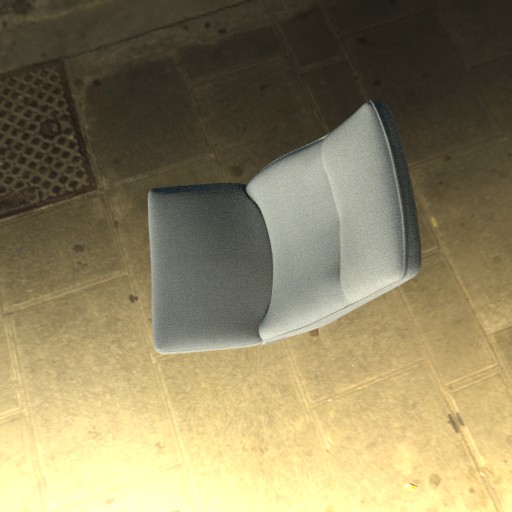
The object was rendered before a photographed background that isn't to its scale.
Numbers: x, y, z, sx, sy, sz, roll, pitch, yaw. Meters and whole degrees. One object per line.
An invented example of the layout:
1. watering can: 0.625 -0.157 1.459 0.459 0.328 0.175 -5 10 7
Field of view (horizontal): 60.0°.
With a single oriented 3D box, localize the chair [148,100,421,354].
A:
1. chair: 0.000 0.000 1.282 0.620 0.930 0.500 -5 75 -1
